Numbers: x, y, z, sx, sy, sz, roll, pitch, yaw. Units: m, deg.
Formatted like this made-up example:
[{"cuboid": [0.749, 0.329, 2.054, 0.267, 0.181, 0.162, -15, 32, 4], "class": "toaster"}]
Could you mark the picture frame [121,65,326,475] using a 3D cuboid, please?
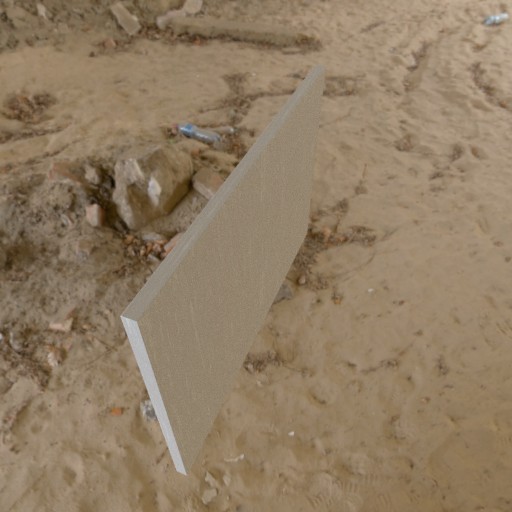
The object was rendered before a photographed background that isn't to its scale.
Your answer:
[{"cuboid": [0.000, 0.000, 1.172, 0.029, 0.640, 0.950, 17, 48, 16], "class": "picture frame"}]
